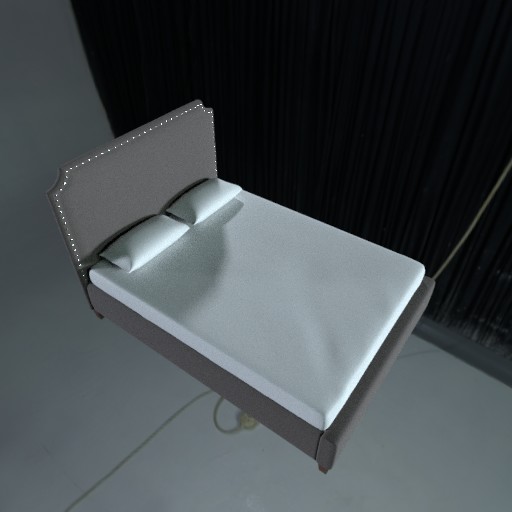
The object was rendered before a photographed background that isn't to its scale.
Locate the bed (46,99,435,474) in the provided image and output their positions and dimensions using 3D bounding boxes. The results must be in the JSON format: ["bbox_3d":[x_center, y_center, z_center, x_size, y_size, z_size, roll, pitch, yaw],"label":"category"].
[{"bbox_3d":[0.000,0.000,3.403,2.372,1.443,1.713,26,48,26],"label":"bed"}]
